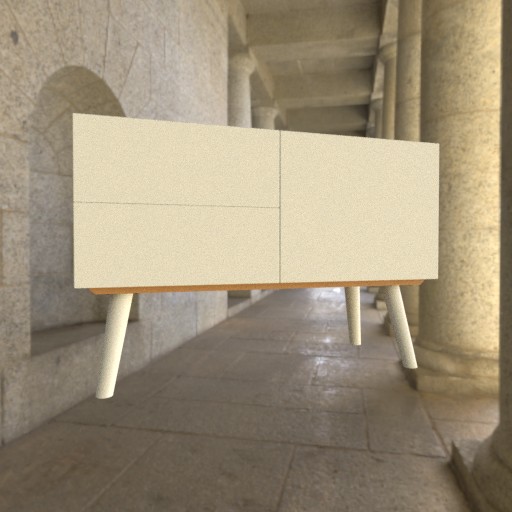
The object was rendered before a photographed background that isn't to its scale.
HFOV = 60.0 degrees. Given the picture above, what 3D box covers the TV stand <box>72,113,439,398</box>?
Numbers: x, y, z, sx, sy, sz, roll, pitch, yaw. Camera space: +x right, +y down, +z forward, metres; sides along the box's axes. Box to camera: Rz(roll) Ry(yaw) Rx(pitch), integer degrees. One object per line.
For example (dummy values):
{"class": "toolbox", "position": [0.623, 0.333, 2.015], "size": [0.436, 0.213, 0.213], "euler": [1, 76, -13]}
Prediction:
{"class": "TV stand", "position": [0.000, 0.000, 1.342], "size": [0.991, 0.660, 0.407], "euler": [0, 1, -17]}
